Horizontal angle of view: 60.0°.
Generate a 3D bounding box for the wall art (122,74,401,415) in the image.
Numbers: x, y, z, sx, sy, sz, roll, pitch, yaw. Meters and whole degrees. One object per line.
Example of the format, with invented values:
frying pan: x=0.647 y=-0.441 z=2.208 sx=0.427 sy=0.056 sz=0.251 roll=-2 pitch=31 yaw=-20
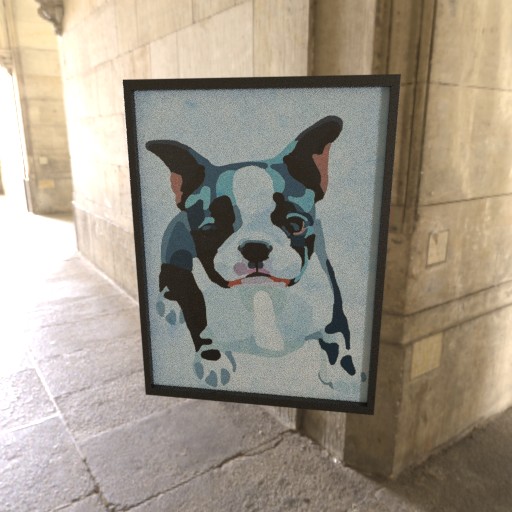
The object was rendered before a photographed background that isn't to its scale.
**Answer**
wall art: x=0.000 y=0.000 z=1.366 sx=0.774 sy=1.027 sz=0.030 roll=2 pitch=15 yaw=8
